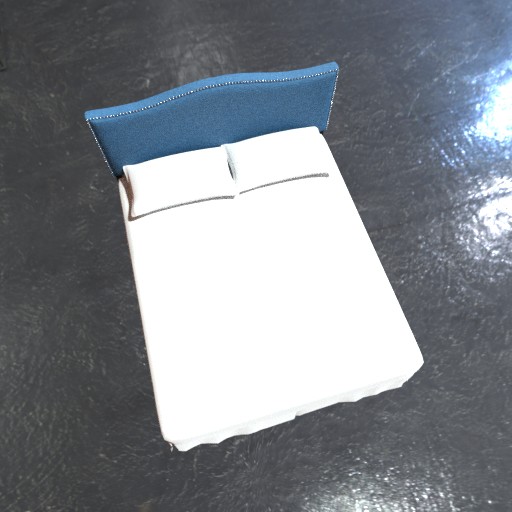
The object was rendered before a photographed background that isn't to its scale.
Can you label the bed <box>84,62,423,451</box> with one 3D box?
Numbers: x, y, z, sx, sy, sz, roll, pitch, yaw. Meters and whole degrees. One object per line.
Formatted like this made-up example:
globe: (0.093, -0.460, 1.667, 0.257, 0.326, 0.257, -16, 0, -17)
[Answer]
bed: (0.000, 0.000, 2.750, 1.610, 1.169, 1.872, -14, 64, -7)
